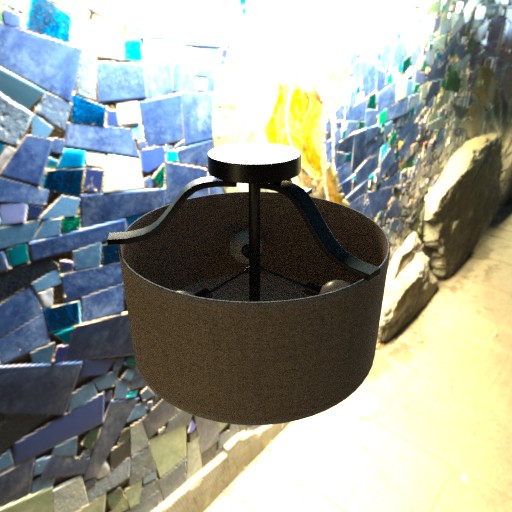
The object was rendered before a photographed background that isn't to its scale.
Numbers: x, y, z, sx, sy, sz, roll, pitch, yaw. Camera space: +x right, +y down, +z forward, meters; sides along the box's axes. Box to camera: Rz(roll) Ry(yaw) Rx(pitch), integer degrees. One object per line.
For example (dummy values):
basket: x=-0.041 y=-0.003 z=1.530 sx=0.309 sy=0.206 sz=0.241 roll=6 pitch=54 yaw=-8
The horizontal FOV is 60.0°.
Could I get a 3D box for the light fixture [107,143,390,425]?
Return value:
light fixture: x=0.000 y=0.000 z=0.658 sx=0.390 sy=0.306 sz=0.390 roll=0 pitch=26 yaw=0
